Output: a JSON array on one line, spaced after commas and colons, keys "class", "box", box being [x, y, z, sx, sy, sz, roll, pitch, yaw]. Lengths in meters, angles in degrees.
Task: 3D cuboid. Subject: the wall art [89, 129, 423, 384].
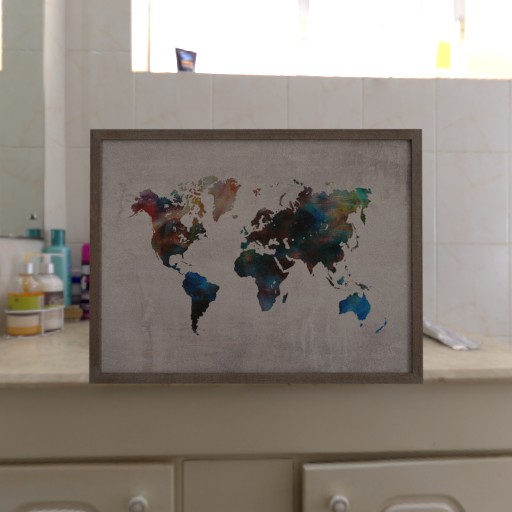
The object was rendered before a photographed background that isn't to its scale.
[{"class": "wall art", "box": [0.000, 0.000, 1.357, 1.012, 0.774, 0.019, 0, -1, 0]}]
